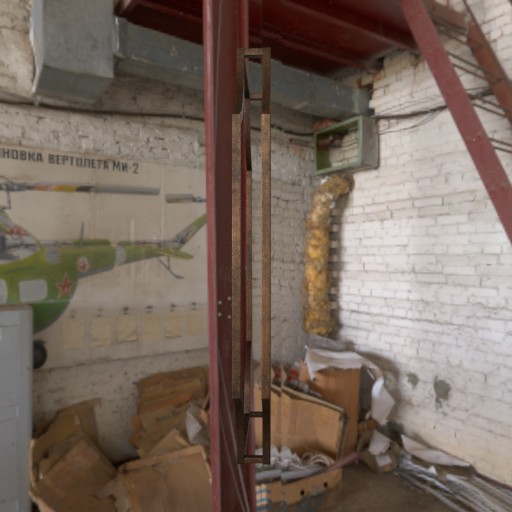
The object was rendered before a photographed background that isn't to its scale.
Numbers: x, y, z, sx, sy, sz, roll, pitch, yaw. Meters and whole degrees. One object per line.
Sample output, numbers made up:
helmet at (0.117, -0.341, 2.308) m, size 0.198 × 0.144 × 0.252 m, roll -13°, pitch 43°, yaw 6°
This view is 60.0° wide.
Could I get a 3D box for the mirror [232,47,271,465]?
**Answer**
mirror at (0.000, 0.000, 0.989) m, size 0.066 × 0.811 × 0.462 m, roll 0°, pitch 0°, yaw 2°
